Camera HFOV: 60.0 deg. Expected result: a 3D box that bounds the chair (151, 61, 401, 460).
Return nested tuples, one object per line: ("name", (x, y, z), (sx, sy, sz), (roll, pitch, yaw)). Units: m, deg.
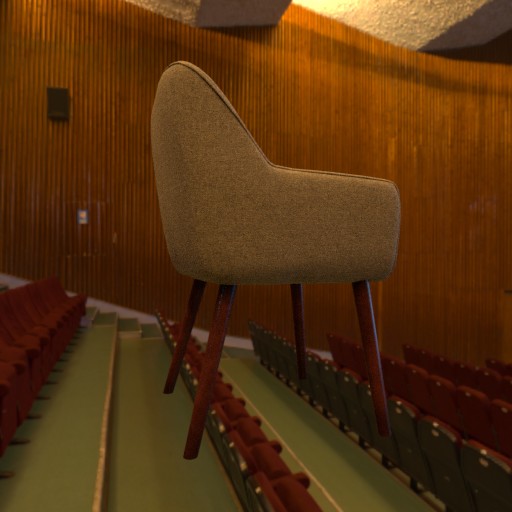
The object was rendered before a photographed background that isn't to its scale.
("chair", (0.000, 0.000, 1.153), (0.519, 0.803, 0.543), (0, 0, -17))
